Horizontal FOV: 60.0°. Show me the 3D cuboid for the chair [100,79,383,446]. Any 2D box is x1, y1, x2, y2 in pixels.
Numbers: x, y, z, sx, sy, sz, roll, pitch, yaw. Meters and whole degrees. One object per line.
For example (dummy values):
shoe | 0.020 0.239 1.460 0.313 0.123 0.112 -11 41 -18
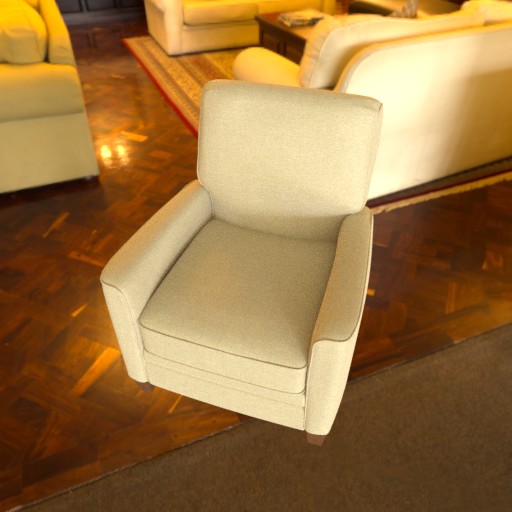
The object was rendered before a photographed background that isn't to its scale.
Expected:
chair | 0.000 0.000 1.661 0.841 1.023 0.858 12 42 14
